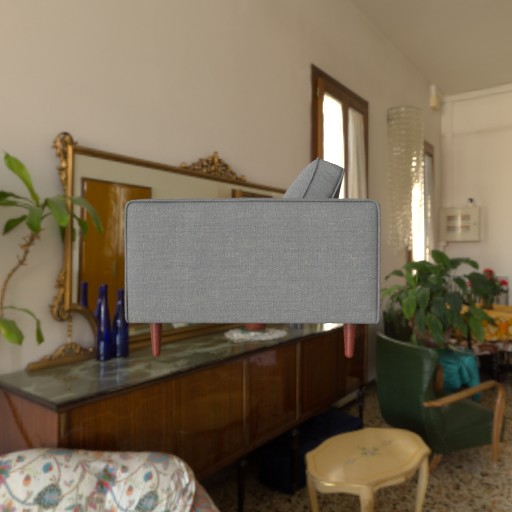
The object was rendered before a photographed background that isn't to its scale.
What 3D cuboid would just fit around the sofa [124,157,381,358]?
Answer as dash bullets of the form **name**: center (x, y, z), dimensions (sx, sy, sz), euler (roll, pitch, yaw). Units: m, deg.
- **sofa**: center (0.000, 0.000, 2.618), dimensions (0.914, 0.762, 2.198), euler (0, 0, 1)
